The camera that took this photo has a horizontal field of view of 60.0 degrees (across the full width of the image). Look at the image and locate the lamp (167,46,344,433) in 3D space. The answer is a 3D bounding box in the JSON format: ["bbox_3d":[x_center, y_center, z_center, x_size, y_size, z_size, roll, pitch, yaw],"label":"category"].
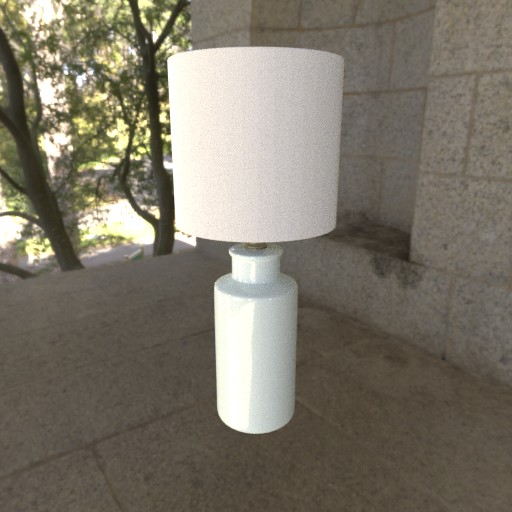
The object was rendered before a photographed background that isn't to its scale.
[{"bbox_3d":[0.000,0.000,0.609,0.212,0.493,0.212,8,18,25],"label":"lamp"}]
